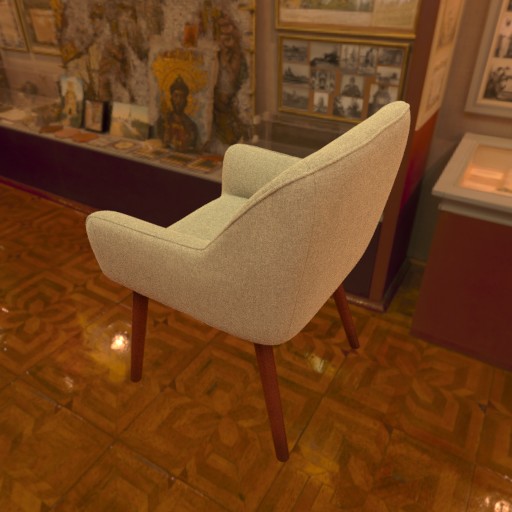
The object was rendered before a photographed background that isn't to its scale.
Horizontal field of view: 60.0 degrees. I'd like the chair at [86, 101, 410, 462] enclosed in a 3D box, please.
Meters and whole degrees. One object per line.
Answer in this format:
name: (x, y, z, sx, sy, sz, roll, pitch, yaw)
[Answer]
chair: (0.000, 0.000, 1.211, 0.610, 0.813, 0.610, 20, 38, 27)
